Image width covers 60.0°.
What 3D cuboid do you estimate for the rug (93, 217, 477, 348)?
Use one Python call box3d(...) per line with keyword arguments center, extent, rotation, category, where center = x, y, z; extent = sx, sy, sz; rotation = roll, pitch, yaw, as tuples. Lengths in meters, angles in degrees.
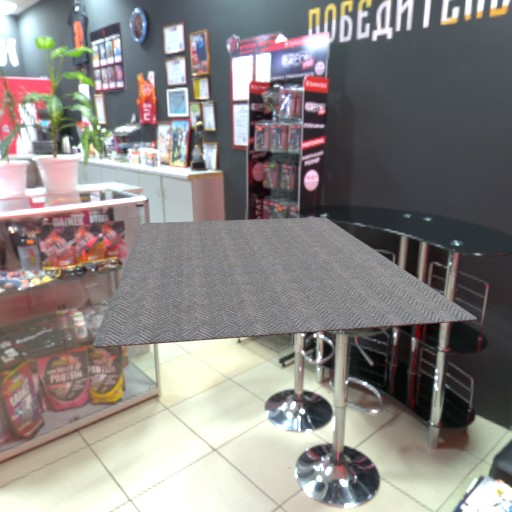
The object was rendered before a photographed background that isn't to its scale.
box3d(center=(0.000, 0.000, 5.104), extent=(2.894, 0.011, 3.957), rotation=(-3, 17, -9), category="rug")
